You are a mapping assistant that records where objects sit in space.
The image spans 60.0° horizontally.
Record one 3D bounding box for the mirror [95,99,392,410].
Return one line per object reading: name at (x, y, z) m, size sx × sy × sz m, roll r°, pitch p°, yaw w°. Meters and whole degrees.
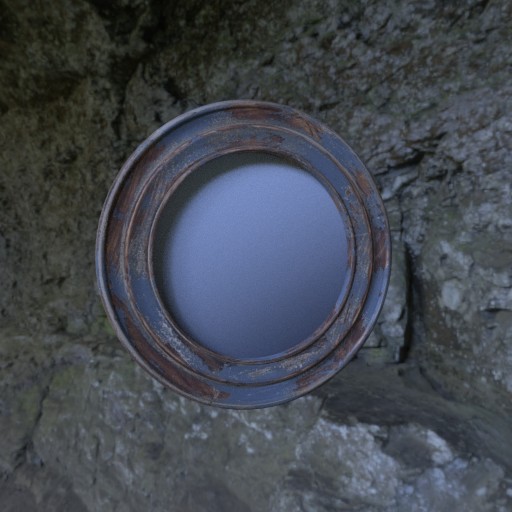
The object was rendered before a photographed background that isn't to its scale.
mirror at (0.000, 0.000, 0.859) m, size 0.585 × 0.585 × 0.061 m, roll -1°, pitch 2°, yaw -18°
